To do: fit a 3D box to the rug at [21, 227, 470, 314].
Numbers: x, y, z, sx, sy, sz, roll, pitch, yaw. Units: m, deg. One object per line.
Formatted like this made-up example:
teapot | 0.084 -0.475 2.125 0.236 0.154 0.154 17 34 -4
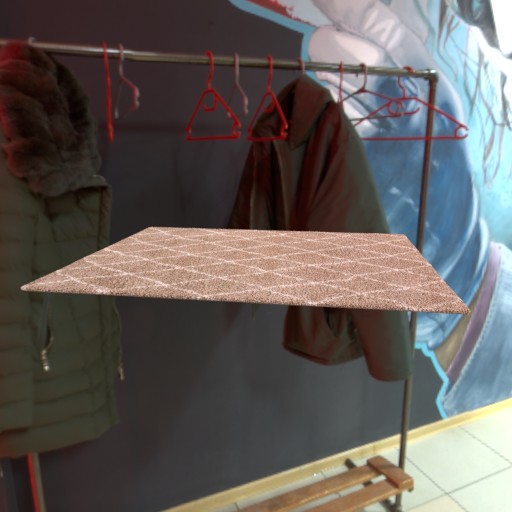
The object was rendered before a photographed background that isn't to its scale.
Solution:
rug | 0.000 0.000 4.102 3.047 0.029 2.438 2 14 9
